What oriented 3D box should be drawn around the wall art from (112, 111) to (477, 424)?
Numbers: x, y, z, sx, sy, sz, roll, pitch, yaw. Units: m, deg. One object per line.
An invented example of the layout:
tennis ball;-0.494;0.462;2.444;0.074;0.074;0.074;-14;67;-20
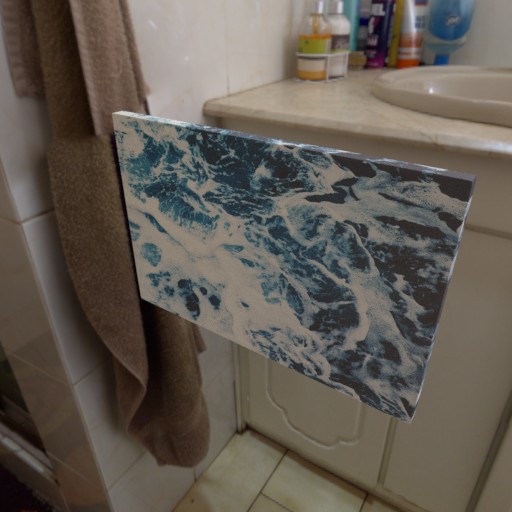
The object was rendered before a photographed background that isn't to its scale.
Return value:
wall art;0.000;0.000;1.137;0.915;0.610;0.042;19;35;29
